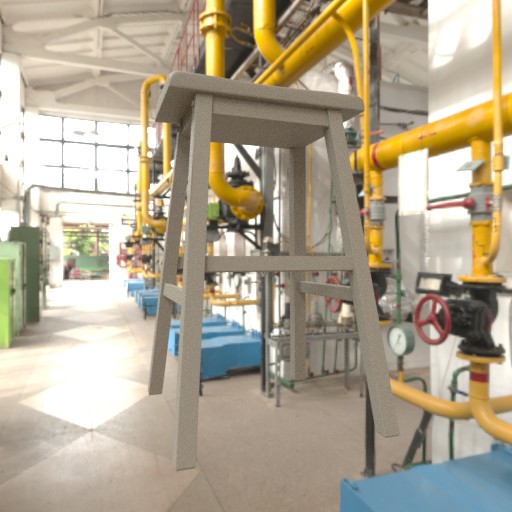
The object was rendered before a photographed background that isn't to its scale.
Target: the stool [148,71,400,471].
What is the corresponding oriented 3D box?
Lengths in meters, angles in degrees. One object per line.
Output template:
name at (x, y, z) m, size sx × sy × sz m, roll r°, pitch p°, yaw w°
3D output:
stool at (0.000, 0.000, 1.057) m, size 0.457 × 0.737 × 0.476 m, roll 0°, pitch 0°, yaw -19°
